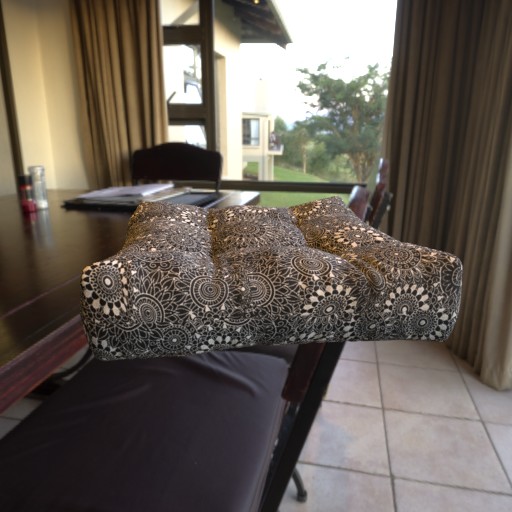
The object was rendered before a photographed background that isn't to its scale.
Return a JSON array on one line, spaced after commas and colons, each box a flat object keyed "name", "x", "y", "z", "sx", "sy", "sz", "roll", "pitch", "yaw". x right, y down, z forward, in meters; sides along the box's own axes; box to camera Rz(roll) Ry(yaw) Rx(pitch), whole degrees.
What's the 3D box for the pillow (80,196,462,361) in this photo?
[{"name": "pillow", "x": 0.000, "y": 0.000, "z": 0.740, "sx": 0.468, "sy": 0.128, "sz": 0.490, "roll": -2, "pitch": 17, "yaw": -7}]
